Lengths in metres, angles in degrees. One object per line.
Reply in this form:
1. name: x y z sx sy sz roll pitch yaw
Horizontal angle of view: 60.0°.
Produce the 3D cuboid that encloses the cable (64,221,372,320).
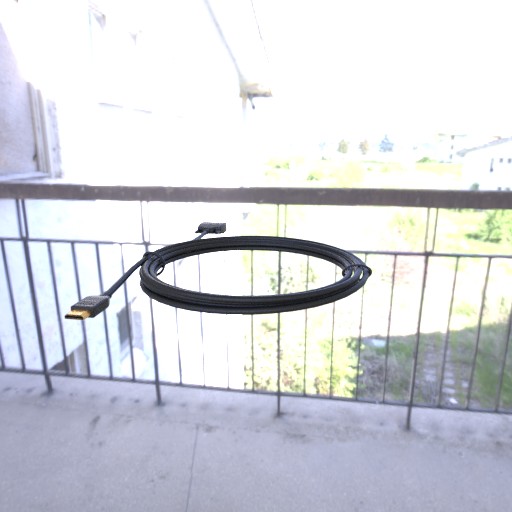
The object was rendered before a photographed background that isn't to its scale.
1. cable: 0.000 0.000 0.521 0.257 0.030 0.422 3 15 10
